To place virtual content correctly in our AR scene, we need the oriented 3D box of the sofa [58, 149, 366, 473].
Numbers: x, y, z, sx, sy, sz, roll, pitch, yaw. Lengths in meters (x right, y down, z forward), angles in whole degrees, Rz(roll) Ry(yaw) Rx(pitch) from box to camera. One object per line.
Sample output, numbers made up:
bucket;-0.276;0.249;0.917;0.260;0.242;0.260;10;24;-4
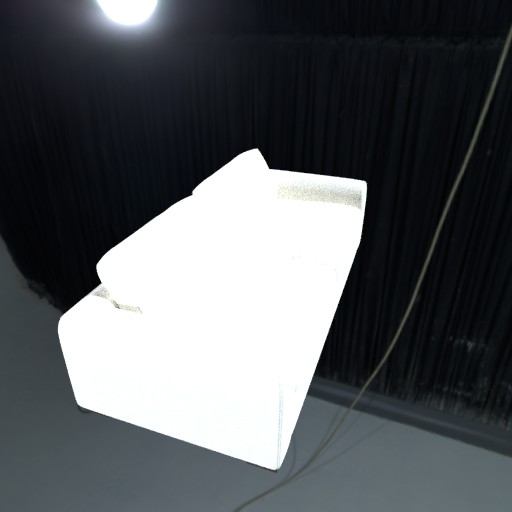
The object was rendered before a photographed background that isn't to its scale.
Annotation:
sofa;0.000;0.000;2.755;1.070;0.801;2.262;10;31;17
